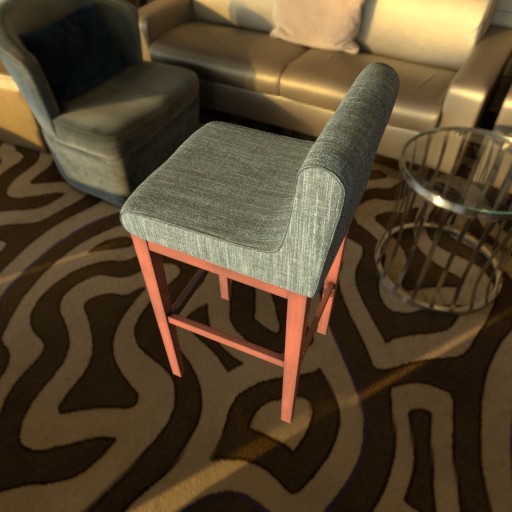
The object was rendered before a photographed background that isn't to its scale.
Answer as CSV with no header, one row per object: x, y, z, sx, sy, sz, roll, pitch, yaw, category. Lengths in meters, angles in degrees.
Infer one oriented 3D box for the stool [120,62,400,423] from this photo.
0.000,0.000,1.201,0.499,0.965,0.426,18,48,16,stool
